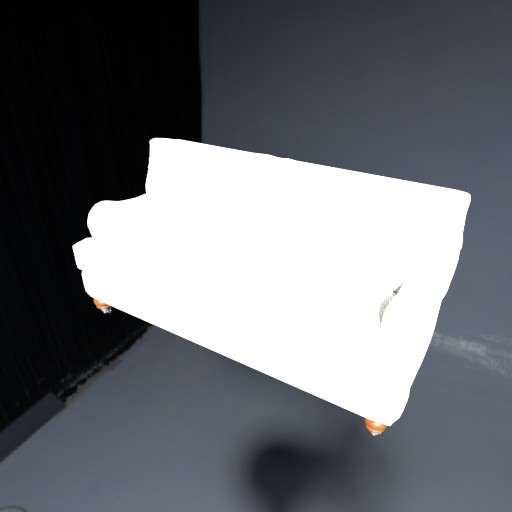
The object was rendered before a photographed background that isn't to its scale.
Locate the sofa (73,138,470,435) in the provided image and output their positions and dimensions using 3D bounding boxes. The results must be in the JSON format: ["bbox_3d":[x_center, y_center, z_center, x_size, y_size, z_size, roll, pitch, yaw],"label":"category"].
[{"bbox_3d":[0.000,0.000,2.702,2.159,1.087,1.086,17,34,27],"label":"sofa"}]
